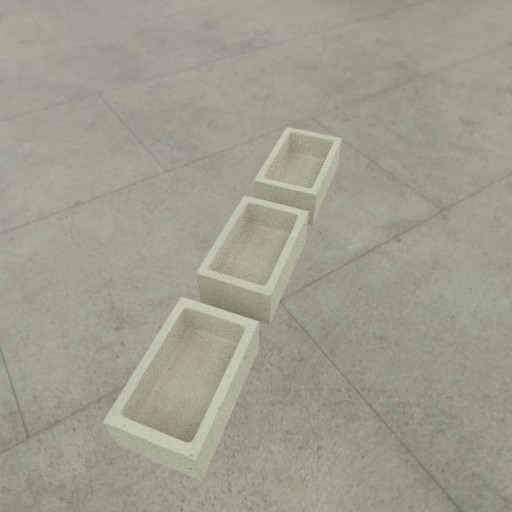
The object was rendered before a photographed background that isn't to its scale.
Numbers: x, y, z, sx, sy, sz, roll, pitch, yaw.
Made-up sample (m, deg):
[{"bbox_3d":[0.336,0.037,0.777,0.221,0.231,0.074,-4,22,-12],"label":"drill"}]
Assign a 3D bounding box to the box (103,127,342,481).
[{"bbox_3d":[0.000,0.000,0.503,0.082,0.051,0.461,16,49,14],"label":"box"}]
